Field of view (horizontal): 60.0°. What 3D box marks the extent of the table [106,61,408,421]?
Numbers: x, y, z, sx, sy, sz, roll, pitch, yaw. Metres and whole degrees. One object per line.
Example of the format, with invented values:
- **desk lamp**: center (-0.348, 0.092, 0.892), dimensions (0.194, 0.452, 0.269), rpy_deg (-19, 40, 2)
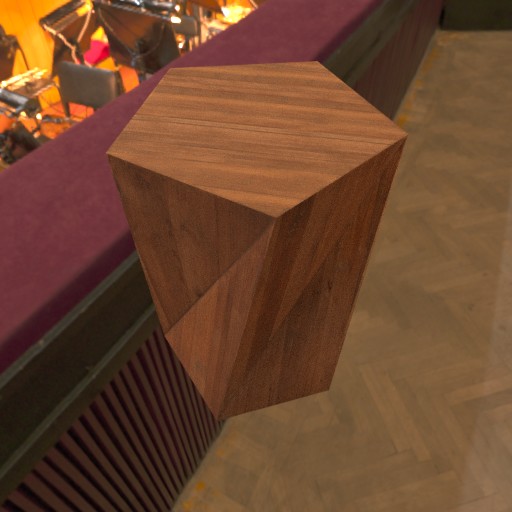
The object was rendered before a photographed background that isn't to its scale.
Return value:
- **table**: center (0.000, 0.000, 0.878), dimensions (0.425, 0.604, 0.441), rpy_deg (24, 52, 21)
